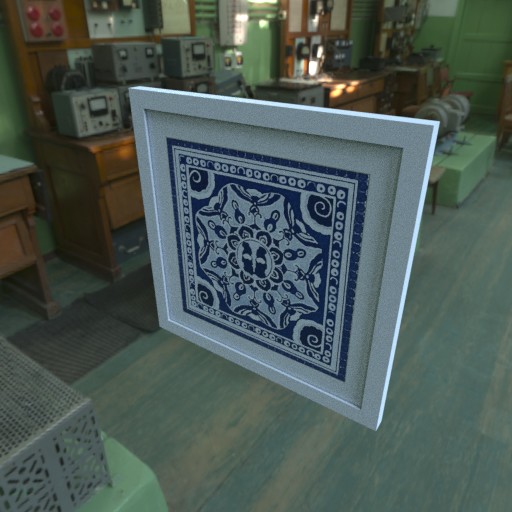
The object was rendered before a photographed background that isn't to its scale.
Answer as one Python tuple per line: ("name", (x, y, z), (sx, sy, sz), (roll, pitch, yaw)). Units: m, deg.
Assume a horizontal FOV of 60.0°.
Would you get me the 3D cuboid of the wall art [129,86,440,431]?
("wall art", (0.000, 0.000, 0.838), (0.559, 0.559, 0.028), (18, 34, 29))
